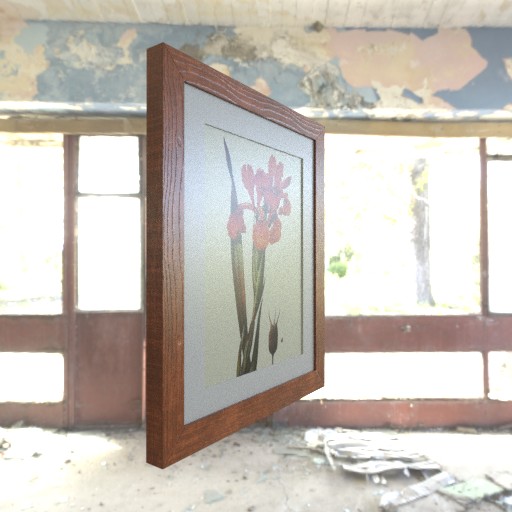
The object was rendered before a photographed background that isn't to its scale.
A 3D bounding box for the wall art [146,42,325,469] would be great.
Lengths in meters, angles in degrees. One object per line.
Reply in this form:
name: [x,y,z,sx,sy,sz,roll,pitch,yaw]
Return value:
wall art: [0.000,0.000,0.787,0.033,0.567,0.467,0,0,36]
